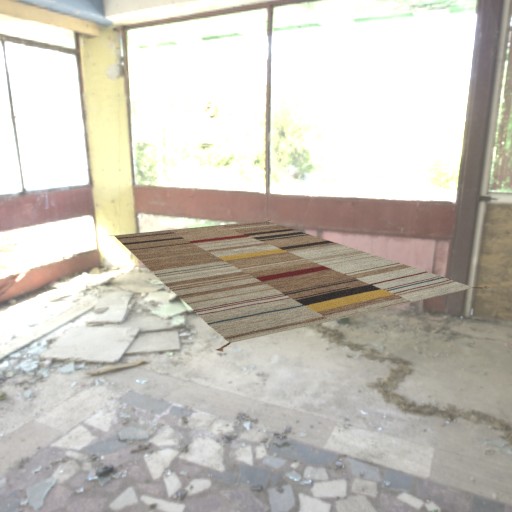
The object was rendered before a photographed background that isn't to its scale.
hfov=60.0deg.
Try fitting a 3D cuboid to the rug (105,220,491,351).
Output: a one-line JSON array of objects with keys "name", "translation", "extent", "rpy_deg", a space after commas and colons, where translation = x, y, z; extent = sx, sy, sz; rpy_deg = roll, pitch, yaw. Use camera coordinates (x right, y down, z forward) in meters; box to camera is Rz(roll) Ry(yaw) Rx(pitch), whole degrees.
[{"name": "rug", "translation": [0.000, 0.000, 2.399], "extent": [1.268, 0.007, 1.918], "rpy_deg": [-8, 16, -27]}]
